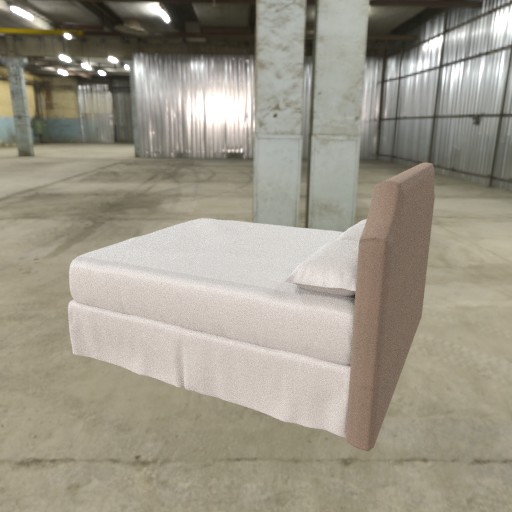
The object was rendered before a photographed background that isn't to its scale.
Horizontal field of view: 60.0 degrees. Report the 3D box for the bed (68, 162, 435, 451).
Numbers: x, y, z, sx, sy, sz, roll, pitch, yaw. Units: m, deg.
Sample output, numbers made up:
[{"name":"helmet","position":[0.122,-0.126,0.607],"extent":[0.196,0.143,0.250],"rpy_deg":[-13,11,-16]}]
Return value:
[{"name":"bed","position":[0.000,0.000,3.196],"extent":[2.164,1.303,1.828],"rpy_deg":[8,18,26]}]
